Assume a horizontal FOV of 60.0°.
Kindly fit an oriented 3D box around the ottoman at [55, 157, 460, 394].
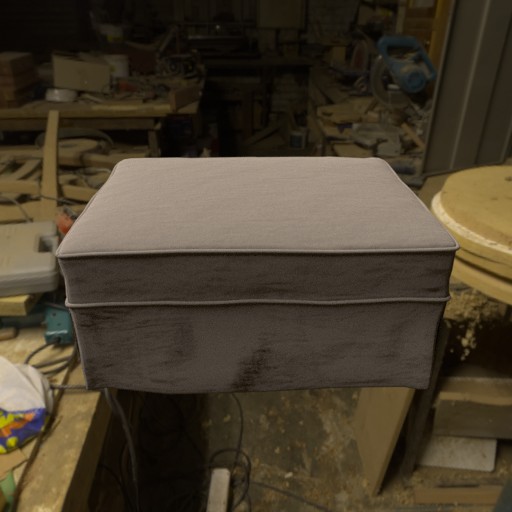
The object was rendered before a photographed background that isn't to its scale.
[{"bbox_3d":[0.000,0.000,1.331,0.944,0.479,0.703,-1,30,-2],"label":"ottoman"}]
